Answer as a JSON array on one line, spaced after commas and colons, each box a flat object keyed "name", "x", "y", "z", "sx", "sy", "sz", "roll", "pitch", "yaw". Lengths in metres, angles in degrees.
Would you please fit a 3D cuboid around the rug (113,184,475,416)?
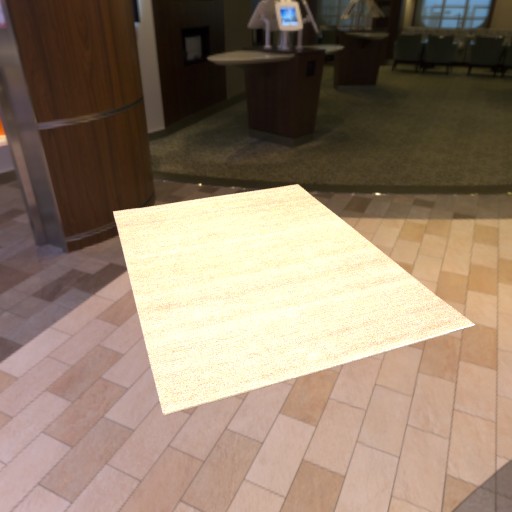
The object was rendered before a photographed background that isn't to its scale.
[{"name": "rug", "x": 0.000, "y": 0.000, "z": 4.409, "sx": 2.467, "sy": 0.046, "sz": 3.245, "roll": -11, "pitch": 32, "yaw": -18}]
